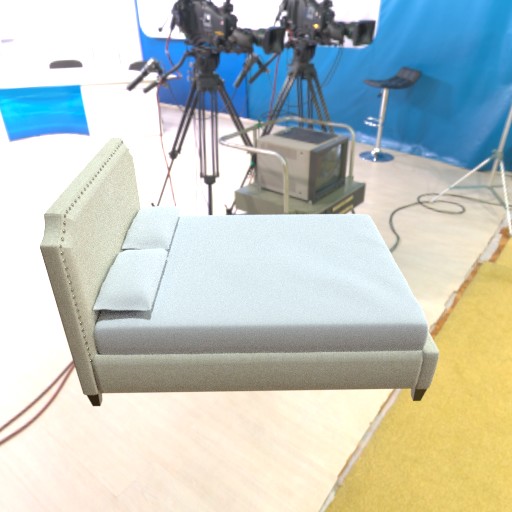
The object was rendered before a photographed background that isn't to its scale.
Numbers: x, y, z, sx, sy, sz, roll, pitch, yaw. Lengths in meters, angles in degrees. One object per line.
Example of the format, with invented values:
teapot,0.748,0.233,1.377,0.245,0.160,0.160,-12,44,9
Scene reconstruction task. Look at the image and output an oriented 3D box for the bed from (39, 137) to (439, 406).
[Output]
bed,0.000,0.000,3.448,2.381,1.457,1.713,-1,31,-1
